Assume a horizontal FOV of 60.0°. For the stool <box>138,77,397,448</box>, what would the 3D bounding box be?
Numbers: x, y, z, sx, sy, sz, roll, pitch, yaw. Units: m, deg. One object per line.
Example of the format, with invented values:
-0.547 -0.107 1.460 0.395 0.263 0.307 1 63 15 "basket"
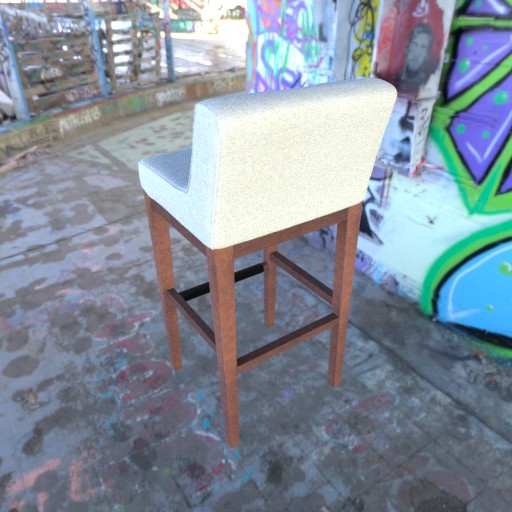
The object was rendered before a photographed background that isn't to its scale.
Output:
0.000 0.000 1.357 0.511 1.037 0.500 -20 36 -29 "stool"
